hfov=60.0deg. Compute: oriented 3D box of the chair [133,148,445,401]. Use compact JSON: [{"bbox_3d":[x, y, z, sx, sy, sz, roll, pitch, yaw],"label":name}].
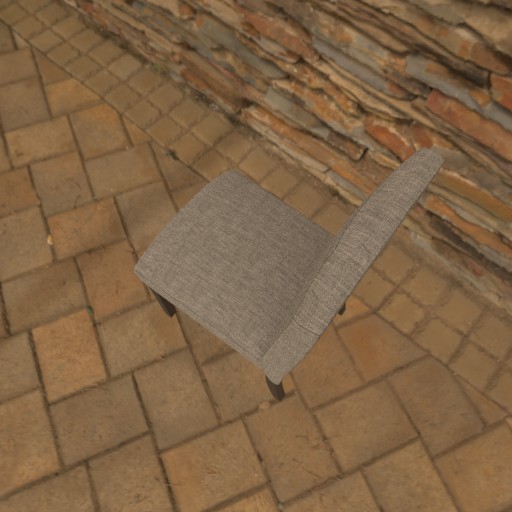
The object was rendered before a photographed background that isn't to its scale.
[{"bbox_3d":[0.000,0.000,1.214,0.580,0.917,0.451,34,69,16],"label":"chair"}]
